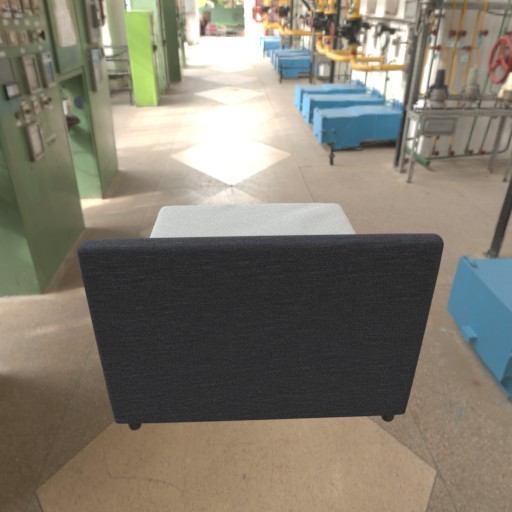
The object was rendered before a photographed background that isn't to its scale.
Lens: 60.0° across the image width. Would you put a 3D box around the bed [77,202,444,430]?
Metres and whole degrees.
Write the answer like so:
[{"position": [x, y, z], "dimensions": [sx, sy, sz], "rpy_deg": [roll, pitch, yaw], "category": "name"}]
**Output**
[{"position": [0.000, 0.000, 3.385], "dimensions": [1.884, 1.330, 2.142], "rpy_deg": [-1, 29, -2], "category": "bed"}]
